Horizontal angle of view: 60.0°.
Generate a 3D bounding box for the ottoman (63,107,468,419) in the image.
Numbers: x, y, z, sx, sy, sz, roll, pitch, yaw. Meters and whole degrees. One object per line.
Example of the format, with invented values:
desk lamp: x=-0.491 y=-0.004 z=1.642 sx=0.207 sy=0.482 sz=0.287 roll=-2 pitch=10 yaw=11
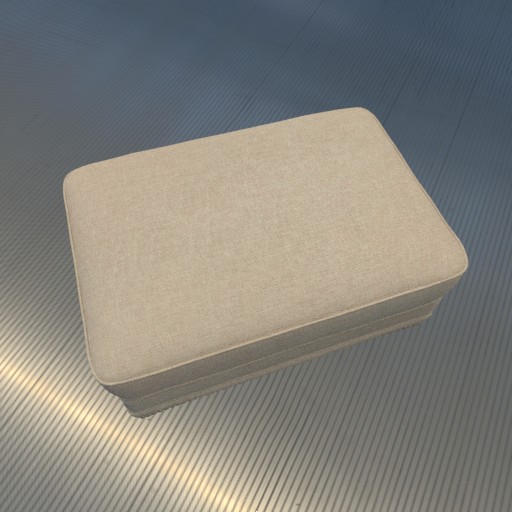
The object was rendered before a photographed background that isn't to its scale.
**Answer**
ottoman: x=0.000 y=0.000 z=1.136 sx=0.813 sy=0.458 sz=0.559 roll=-16 pitch=61 yaw=-9
